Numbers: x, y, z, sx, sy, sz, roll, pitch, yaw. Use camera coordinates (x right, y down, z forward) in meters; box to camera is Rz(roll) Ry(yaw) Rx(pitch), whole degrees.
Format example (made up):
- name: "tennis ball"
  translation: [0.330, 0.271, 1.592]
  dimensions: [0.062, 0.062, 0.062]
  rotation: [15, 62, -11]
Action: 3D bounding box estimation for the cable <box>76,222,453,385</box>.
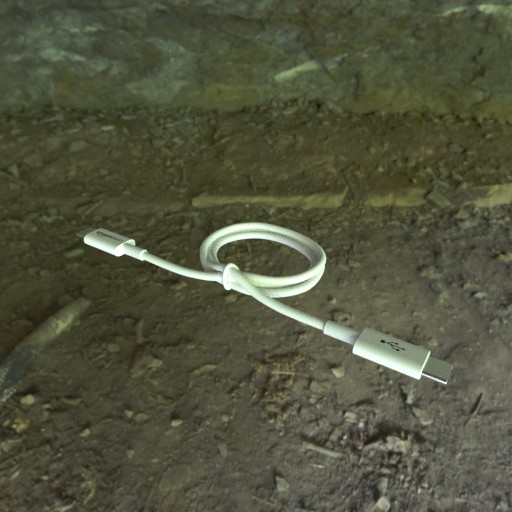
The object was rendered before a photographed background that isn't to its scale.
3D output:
- name: "cable"
  translation: [0.000, 0.000, 0.226]
  dimensions: [0.203, 0.014, 0.070]
  rotation: [18, 35, 28]
